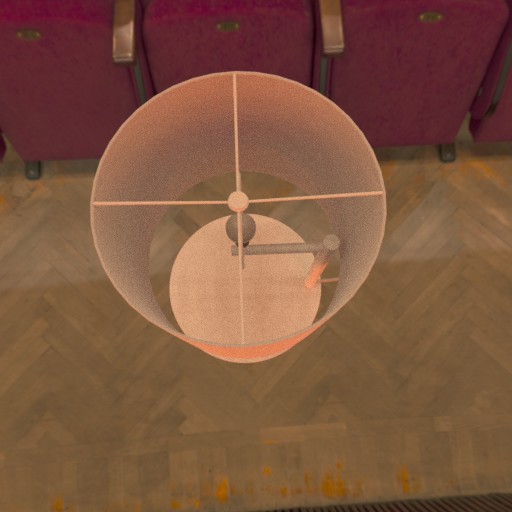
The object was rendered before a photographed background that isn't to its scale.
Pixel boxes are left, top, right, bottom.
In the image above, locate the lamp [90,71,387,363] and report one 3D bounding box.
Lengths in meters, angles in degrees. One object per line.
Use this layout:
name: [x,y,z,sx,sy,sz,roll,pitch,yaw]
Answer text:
lamp: [0.000,0.000,0.667,0.341,0.454,0.299,-2,75,-1]
